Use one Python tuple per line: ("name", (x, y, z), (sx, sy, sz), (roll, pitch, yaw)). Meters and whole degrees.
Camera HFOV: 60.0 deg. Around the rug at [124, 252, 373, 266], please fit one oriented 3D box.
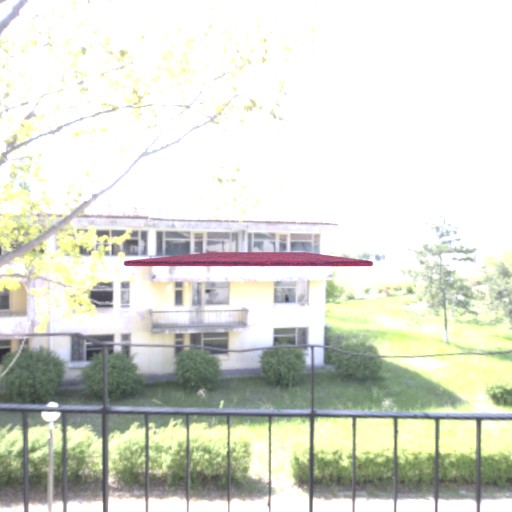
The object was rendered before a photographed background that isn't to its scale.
("rug", (0.000, 0.000, 2.652), (0.813, 0.018, 2.439), (0, 1, 1))
